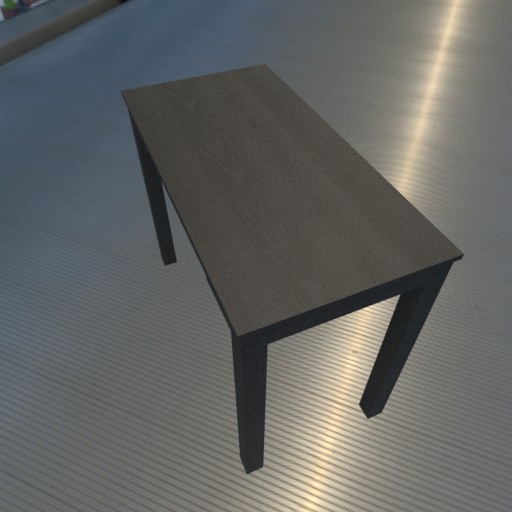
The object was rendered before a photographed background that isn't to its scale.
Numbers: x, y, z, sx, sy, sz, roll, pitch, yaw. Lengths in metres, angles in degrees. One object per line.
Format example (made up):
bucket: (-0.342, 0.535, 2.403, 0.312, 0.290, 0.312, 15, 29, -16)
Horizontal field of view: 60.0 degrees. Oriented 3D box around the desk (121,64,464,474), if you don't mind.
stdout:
desk: (0.000, 0.000, 1.427, 0.499, 0.762, 0.991, -17, 49, -16)
